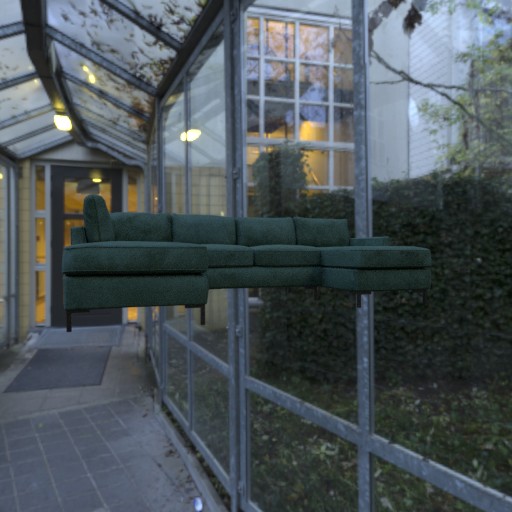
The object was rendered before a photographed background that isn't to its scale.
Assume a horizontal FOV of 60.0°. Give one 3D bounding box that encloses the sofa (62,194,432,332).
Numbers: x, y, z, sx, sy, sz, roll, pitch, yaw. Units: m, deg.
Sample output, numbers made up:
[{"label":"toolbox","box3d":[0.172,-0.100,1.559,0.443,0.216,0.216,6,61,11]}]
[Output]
[{"label":"sofa","box3d":[0.000,0.000,3.893,2.994,0.861,1.992,0,0,-19]}]
